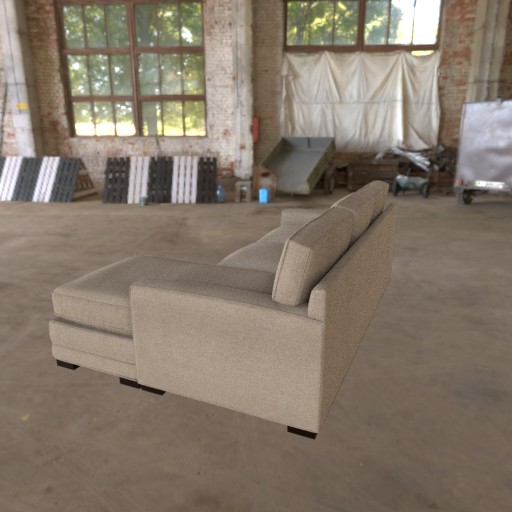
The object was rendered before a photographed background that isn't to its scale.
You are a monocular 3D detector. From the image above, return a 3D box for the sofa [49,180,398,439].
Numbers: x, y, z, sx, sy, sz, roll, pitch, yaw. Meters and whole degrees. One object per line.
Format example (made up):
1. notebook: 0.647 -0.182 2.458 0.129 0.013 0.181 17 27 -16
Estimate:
1. sofa: 0.000 0.000 2.902 1.496 0.861 2.087 7 18 23
